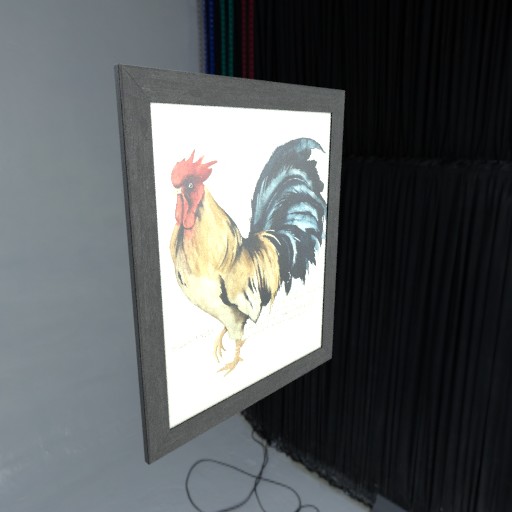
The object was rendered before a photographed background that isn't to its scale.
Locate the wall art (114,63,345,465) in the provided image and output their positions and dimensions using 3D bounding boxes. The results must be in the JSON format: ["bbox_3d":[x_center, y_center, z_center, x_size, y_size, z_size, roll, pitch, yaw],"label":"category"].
[{"bbox_3d":[0.000,0.000,0.770,0.013,0.570,0.476,15,21,43],"label":"wall art"}]
